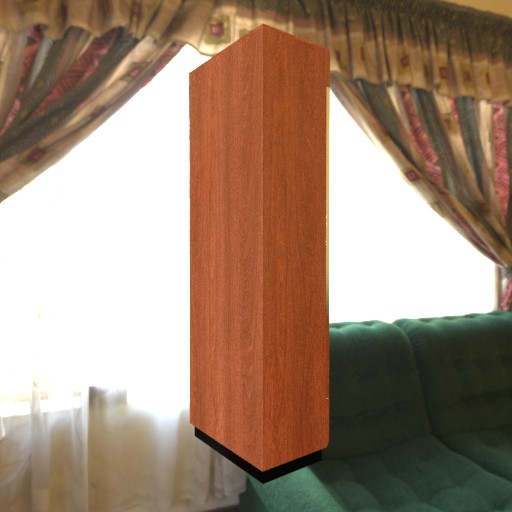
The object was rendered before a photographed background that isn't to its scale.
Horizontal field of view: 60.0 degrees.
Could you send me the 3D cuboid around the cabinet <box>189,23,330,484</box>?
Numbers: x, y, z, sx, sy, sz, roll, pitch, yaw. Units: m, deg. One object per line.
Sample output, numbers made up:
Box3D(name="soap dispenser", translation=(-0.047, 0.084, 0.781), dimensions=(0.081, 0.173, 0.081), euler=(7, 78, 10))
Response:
Box3D(name="cabinet", translation=(0.000, 0.000, 2.280), dimensions=(0.420, 1.980, 0.660), euler=(-1, 1, -37))
